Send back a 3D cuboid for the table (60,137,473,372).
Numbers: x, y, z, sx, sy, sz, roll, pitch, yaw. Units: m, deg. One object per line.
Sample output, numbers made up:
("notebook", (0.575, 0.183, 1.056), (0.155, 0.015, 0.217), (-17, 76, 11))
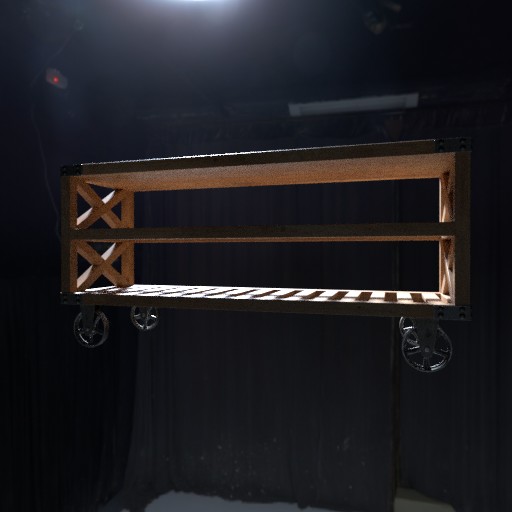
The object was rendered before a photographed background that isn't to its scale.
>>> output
("table", (0.000, 0.000, 1.747), (1.487, 0.711, 0.467), (0, 0, 17))
